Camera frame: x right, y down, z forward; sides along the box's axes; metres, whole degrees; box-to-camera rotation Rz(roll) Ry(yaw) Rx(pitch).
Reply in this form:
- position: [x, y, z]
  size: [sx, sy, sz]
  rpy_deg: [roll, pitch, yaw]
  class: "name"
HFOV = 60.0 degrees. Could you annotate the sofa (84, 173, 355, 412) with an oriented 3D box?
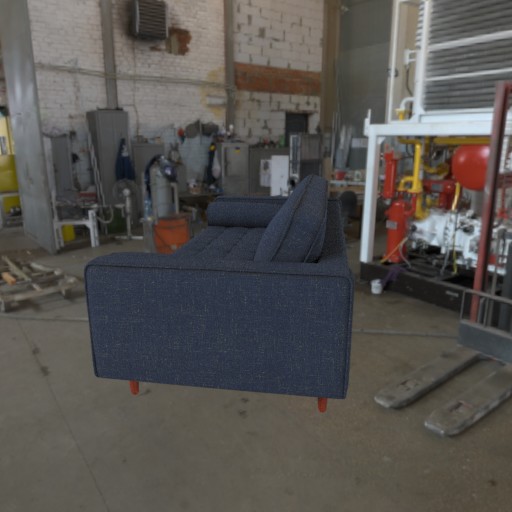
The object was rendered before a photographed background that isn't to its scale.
- position: [0.000, 0.000, 2.343]
  size: [0.914, 0.762, 1.880]
  rpy_deg: [2, 15, 9]
  class: "sofa"
